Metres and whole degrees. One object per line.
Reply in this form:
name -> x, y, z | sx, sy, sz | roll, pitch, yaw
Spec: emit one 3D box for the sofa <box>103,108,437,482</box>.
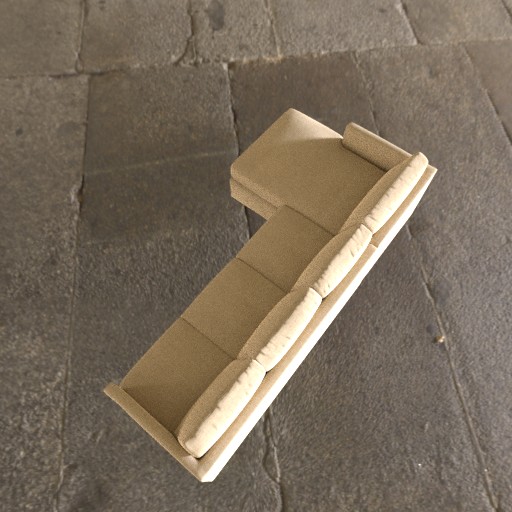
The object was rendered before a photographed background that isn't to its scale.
sofa -> 0.000, 0.000, 3.857 | 1.650, 0.922, 3.205 | 35, 68, 16
